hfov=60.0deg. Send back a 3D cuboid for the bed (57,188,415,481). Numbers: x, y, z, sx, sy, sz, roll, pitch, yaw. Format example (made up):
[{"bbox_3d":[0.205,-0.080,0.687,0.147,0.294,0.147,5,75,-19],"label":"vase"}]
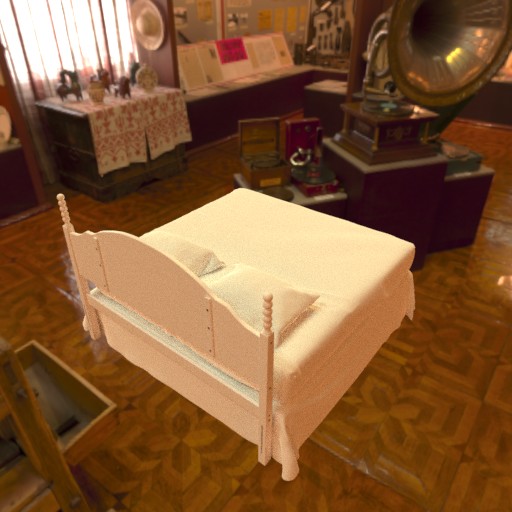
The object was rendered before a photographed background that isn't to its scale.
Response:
[{"bbox_3d":[0.000,0.000,3.719,2.322,1.355,2.219,23,39,32],"label":"bed"}]
